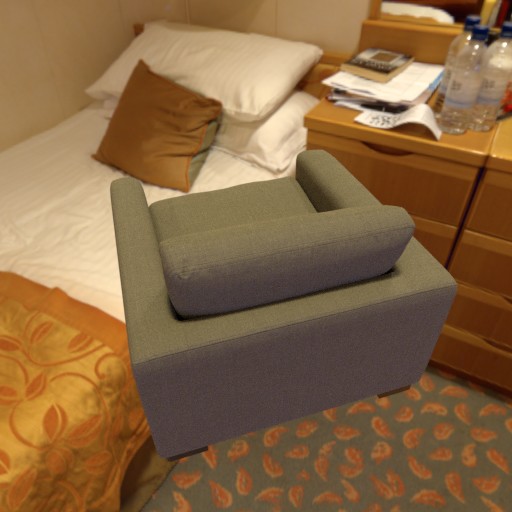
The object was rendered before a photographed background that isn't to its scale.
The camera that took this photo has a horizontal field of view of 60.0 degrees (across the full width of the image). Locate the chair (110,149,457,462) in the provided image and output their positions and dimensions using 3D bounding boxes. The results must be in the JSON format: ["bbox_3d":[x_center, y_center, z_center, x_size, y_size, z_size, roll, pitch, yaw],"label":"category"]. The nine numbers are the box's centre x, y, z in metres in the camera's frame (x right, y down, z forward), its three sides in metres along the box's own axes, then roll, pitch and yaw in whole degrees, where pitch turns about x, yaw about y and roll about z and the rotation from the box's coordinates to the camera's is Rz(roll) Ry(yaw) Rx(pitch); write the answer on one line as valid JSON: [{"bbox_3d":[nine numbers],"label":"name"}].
[{"bbox_3d":[0.000,0.000,1.842,1.070,0.847,1.100,-12,41,-13],"label":"chair"}]
